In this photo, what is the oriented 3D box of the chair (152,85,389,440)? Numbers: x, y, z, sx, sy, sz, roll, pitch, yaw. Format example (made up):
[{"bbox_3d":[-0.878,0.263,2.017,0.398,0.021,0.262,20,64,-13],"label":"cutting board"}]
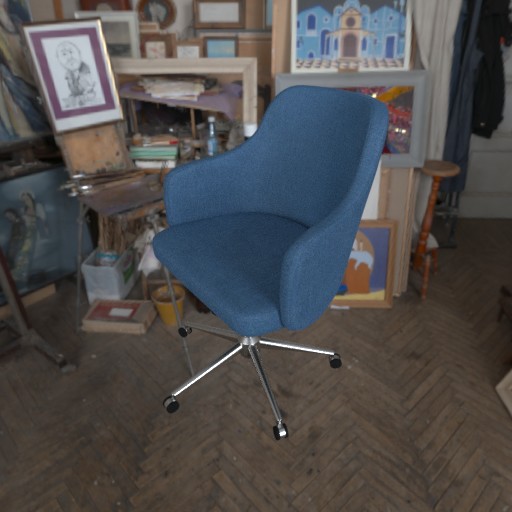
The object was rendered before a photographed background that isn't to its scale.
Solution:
[{"bbox_3d":[0.000,0.000,1.245,0.655,0.820,0.599,-21,37,-31],"label":"chair"}]
